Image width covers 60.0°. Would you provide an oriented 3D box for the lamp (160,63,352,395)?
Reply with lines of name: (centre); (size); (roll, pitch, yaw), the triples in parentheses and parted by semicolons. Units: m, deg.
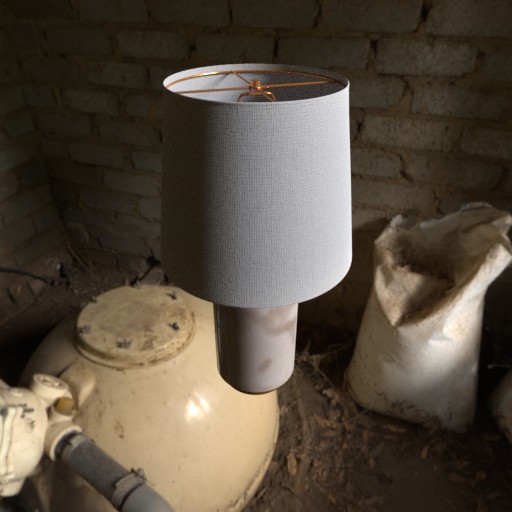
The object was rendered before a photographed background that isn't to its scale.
lamp: (0.000, 0.000, 0.451); (0.189, 0.340, 0.189); (0, 33, 0)
